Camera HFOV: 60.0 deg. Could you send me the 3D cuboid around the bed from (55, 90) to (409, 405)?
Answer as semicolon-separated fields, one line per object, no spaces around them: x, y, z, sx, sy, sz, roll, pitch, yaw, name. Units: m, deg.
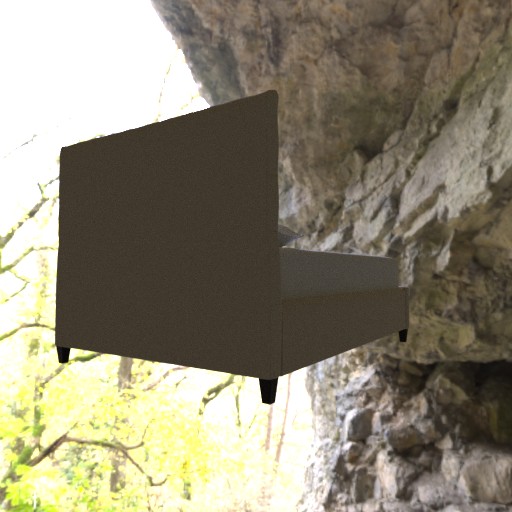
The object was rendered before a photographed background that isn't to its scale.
0.000;0.000;3.354;1.696;1.426;2.233;-1;-3;34;bed
